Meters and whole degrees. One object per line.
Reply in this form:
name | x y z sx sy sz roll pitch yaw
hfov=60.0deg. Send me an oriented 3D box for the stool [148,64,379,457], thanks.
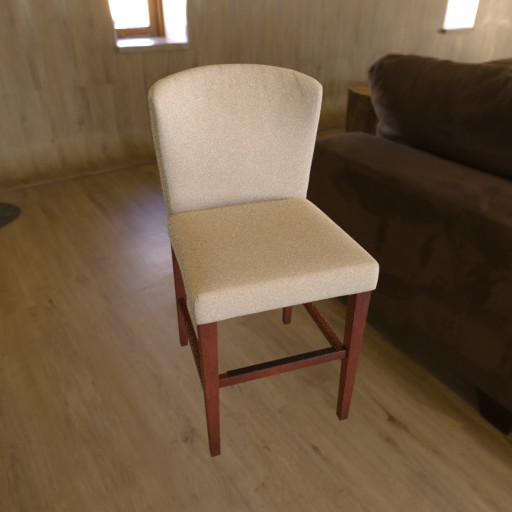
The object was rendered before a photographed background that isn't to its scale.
stool | 0.000 0.000 1.286 0.479 0.968 0.568 -9 32 -15
